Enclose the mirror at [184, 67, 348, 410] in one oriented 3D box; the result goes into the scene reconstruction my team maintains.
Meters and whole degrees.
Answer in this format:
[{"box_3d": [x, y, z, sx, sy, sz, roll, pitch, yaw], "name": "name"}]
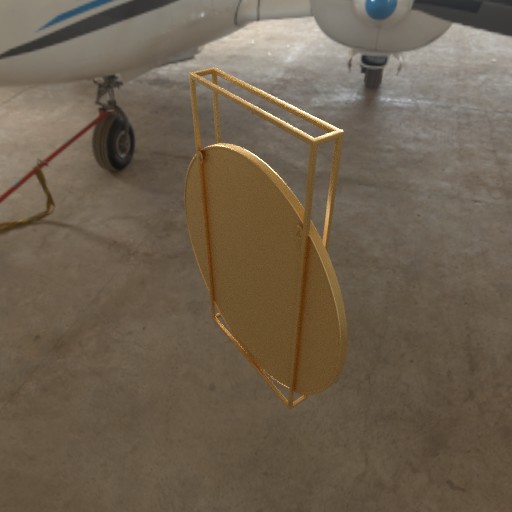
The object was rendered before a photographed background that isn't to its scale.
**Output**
[{"box_3d": [0.000, 0.000, 0.843, 0.051, 0.603, 0.508, -25, 46, -26], "name": "mirror"}]
